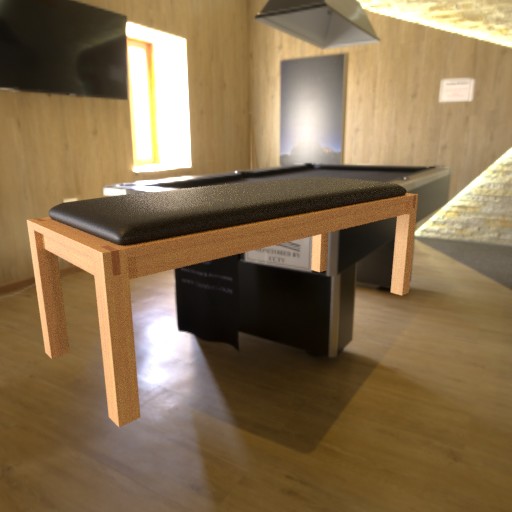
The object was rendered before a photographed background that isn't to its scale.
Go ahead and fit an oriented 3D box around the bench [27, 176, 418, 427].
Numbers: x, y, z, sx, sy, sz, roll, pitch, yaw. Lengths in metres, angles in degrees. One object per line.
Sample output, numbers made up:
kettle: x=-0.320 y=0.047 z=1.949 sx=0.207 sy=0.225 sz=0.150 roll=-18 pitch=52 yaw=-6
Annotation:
bench: x=0.000 y=0.000 z=1.427 sx=1.202 sy=0.430 sz=0.450 roll=-14 pitch=21 yaw=-41
